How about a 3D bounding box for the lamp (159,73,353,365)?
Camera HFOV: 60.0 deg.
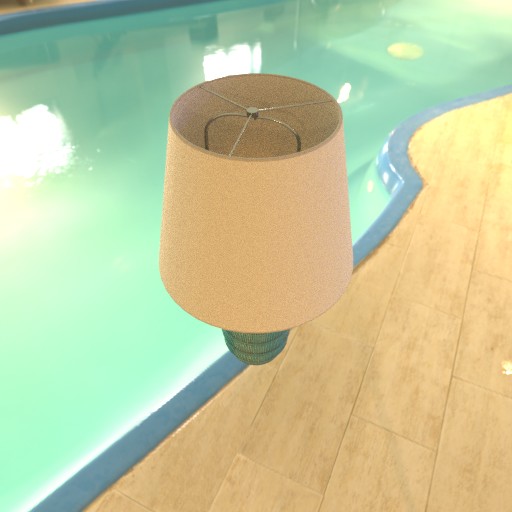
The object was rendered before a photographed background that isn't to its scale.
[{"bbox_3d":[0.000,0.000,0.823,0.355,0.582,0.355,0,46,0],"label":"lamp"}]
